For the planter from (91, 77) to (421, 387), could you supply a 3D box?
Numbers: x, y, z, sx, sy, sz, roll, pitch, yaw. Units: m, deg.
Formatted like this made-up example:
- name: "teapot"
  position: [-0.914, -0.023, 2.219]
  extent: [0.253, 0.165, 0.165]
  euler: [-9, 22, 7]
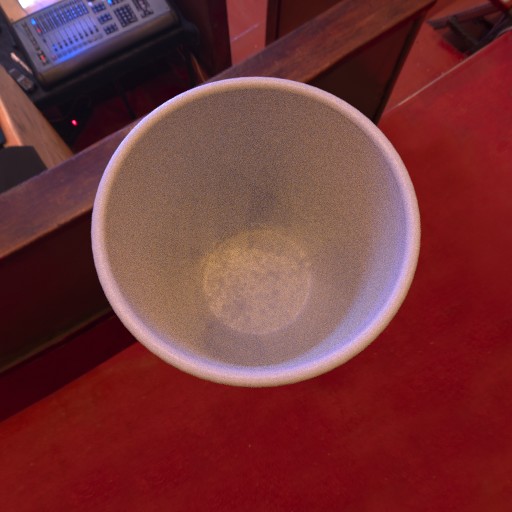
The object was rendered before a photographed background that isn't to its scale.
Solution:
- name: "planter"
  position: [0.000, 0.000, 0.300]
  extent: [0.170, 0.152, 0.170]
  euler: [0, 74, 0]
